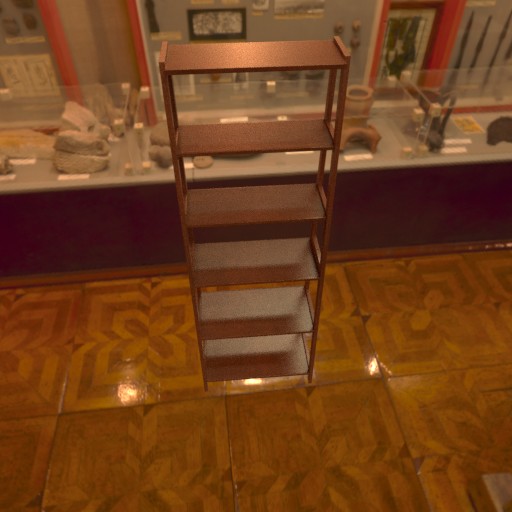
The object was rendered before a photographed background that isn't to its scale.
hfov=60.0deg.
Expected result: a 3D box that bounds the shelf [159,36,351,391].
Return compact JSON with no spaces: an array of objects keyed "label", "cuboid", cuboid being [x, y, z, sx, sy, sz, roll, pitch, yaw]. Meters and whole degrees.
[{"label":"shelf","cuboid":[0.000,0.000,2.173,0.660,1.892,0.382,-3,45,-3]}]
